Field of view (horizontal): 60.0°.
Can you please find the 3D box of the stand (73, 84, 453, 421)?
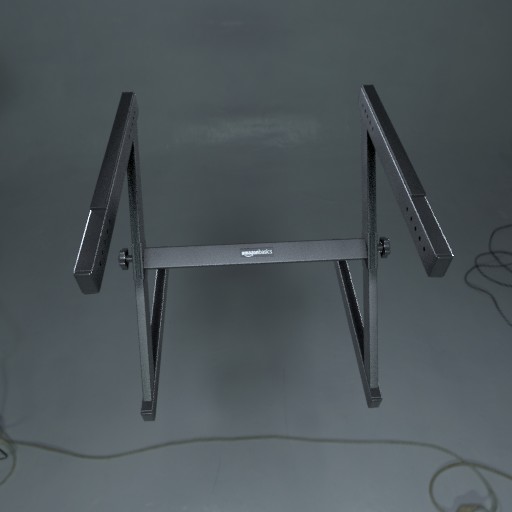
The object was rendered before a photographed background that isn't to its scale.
[{"bbox_3d":[0.000,0.000,1.140,0.700,0.617,0.586,-3,48,-2],"label":"stand"}]
